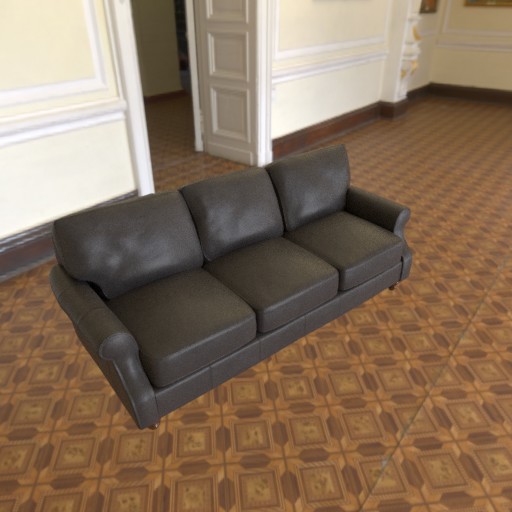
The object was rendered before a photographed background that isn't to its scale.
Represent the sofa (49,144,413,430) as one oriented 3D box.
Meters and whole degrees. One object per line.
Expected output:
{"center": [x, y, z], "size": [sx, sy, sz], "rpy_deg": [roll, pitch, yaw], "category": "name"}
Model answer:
{"center": [0.000, 0.000, 2.889], "size": [2.387, 0.977, 0.974], "rpy_deg": [-22, 37, -33], "category": "sofa"}
